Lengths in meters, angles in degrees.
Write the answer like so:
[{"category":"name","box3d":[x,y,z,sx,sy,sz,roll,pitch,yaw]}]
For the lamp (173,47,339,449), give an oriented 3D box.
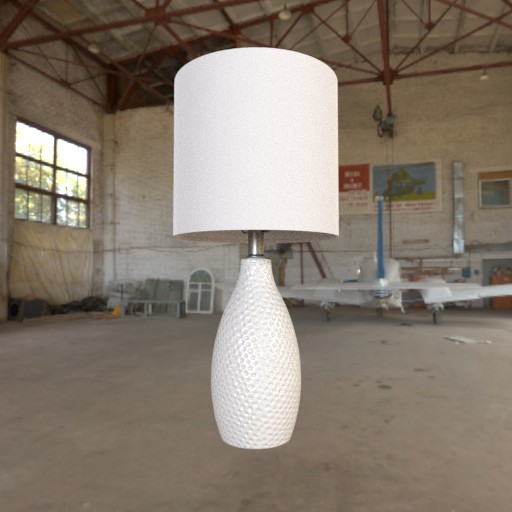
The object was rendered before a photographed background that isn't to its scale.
[{"category":"lamp","box3d":[0.000,0.000,0.584,0.214,0.466,0.214,-2,-3,38]}]
